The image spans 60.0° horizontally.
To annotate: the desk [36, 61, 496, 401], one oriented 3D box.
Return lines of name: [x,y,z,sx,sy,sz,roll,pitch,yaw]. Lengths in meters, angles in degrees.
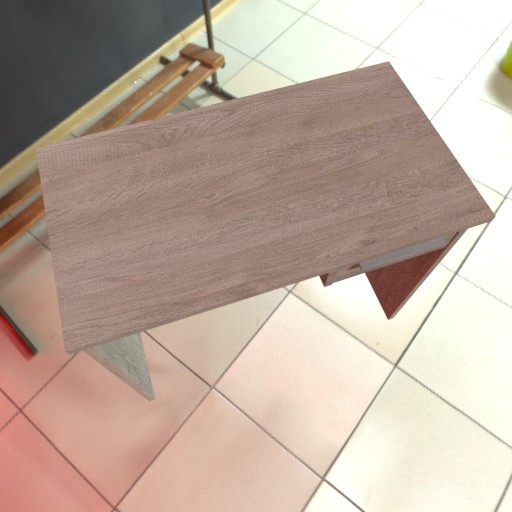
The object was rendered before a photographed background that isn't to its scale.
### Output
desk: [0.000,0.000,1.292,0.893,0.724,0.498,-17,64,-8]
